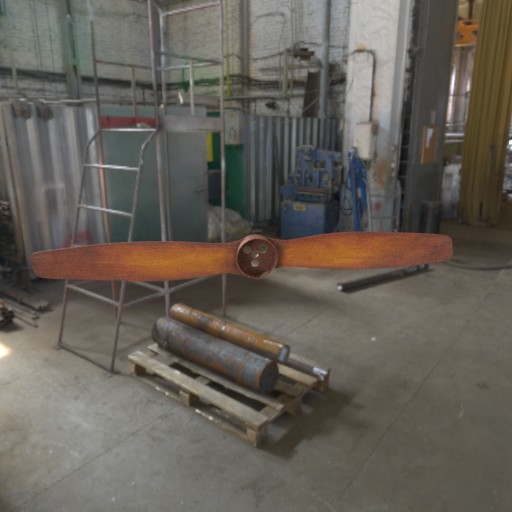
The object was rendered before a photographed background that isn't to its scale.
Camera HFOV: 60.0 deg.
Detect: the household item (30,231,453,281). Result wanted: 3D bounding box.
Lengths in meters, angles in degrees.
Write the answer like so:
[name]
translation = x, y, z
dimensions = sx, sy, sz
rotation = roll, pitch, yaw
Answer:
[household item]
translation = 0.000, 0.000, 1.237
dimensions = 1.181, 0.121, 0.051
rotation = -2, 16, -8
